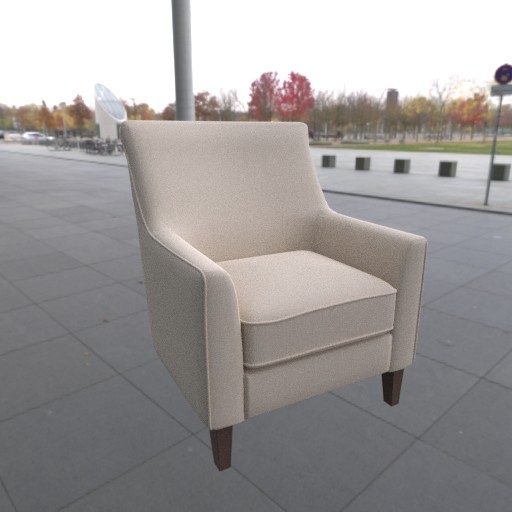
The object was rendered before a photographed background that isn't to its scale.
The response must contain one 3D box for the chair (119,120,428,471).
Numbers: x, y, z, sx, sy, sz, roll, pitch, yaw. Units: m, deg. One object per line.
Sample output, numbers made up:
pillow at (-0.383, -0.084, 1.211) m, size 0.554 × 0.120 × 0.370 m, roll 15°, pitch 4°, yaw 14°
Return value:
chair at (0.000, 0.000, 1.555) m, size 0.756 × 0.916 × 0.879 m, roll -8°, pitch 18°, yaw -27°
